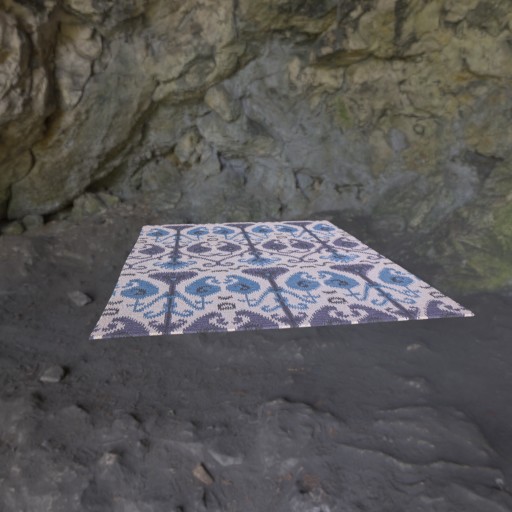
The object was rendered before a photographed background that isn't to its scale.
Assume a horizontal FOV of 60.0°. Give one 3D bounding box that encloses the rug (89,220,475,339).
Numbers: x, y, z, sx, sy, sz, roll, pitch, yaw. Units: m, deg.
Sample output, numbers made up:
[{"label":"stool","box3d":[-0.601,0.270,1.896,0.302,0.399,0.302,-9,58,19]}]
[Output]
[{"label":"rug","box3d":[0.000,0.000,2.952,1.676,0.013,2.261,-2,16,-8]}]
